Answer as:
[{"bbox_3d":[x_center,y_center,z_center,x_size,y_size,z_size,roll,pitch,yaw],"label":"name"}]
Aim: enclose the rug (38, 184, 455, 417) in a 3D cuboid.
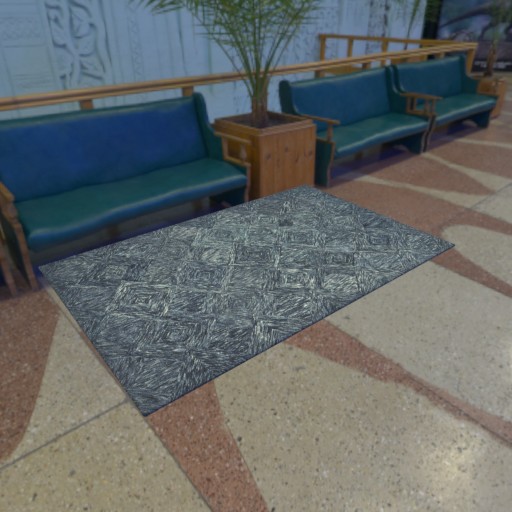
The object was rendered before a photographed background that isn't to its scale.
[{"bbox_3d":[0.000,0.000,2.918,2.330,0.017,1.478,-22,36,-33],"label":"rug"}]
